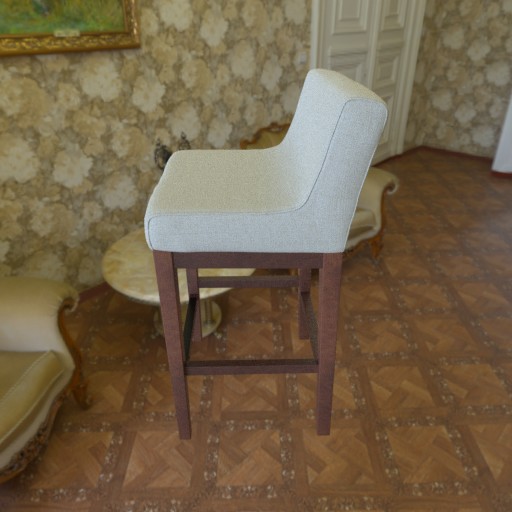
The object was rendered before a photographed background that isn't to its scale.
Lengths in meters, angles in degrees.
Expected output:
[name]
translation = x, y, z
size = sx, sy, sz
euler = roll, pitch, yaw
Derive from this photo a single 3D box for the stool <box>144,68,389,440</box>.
[stool]
translation = 0.000, 0.000, 1.247
size = 0.500, 0.937, 0.511
euler = -1, 28, -2
